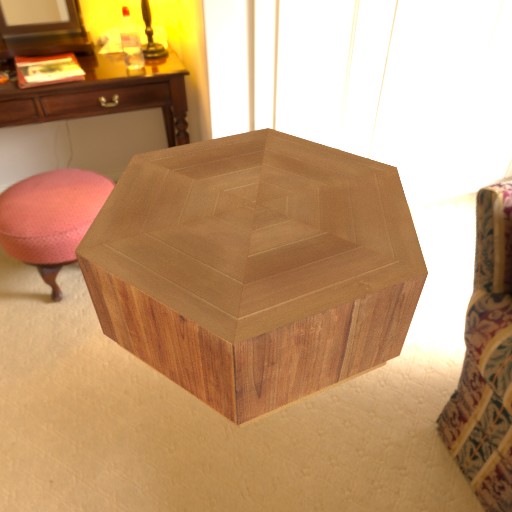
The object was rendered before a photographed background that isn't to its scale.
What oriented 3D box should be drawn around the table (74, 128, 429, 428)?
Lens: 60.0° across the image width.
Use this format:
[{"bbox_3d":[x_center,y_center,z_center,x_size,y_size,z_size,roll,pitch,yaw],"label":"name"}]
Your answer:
[{"bbox_3d":[0.000,0.000,1.610,1.154,0.456,1.000,25,47,26],"label":"table"}]
